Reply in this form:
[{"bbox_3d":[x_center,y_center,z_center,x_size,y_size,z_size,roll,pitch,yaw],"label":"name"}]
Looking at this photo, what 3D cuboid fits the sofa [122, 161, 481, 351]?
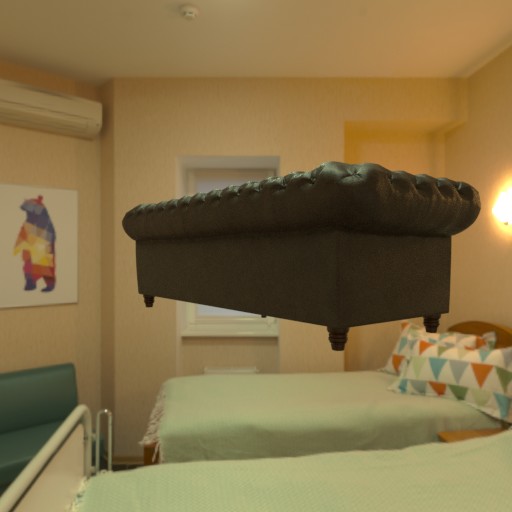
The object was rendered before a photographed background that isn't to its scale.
[{"bbox_3d":[0.000,0.000,2.781,0.944,0.783,2.385,0,0,-37],"label":"sofa"}]
